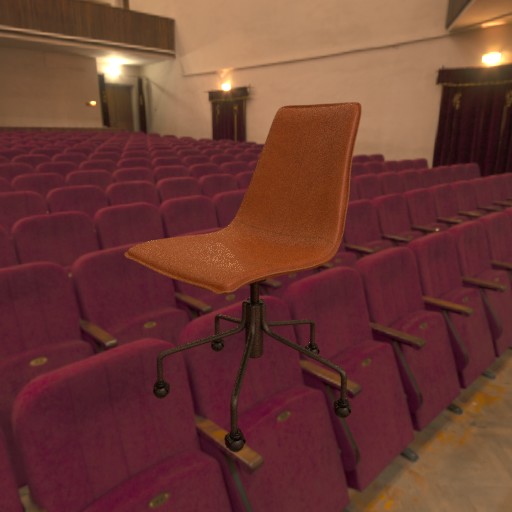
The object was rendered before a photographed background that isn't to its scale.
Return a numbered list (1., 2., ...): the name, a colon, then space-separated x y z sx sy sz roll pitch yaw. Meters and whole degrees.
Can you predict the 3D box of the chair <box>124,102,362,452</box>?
1. chair: 0.000 0.000 1.375 0.660 0.920 0.651 -14 21 -42
